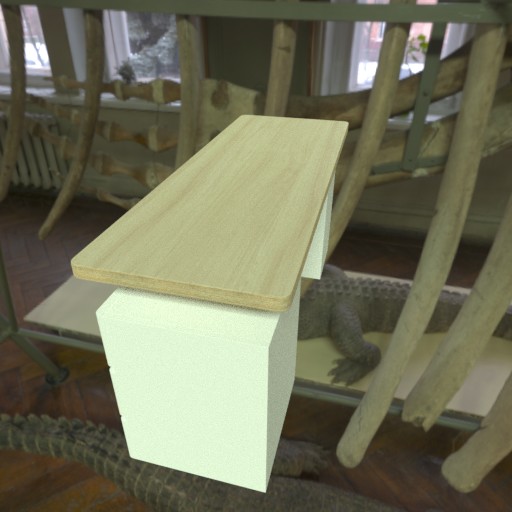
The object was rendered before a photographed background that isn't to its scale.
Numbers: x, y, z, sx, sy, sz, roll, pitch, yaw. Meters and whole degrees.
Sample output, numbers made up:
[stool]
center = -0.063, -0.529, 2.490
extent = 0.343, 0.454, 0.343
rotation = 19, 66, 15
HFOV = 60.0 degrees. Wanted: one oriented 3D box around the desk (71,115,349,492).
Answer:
[desk]
center = 0.000, 0.000, 1.825
extent = 0.550, 0.755, 1.500
rotation = 8, 32, 13
